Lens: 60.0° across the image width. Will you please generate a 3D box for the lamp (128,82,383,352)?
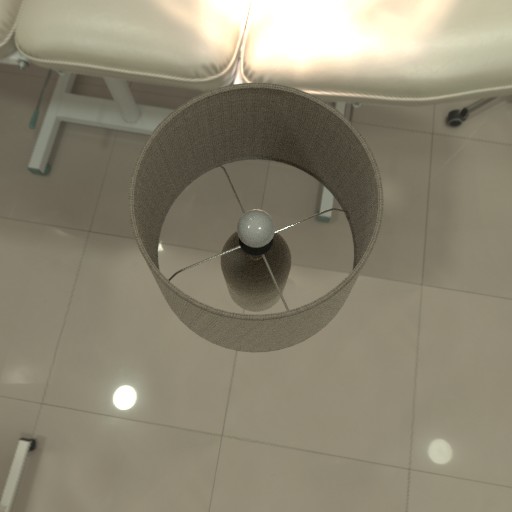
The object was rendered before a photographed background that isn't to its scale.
[{"bbox_3d":[0.000,0.000,0.849,0.367,0.609,0.367,0,75,0],"label":"lamp"}]
